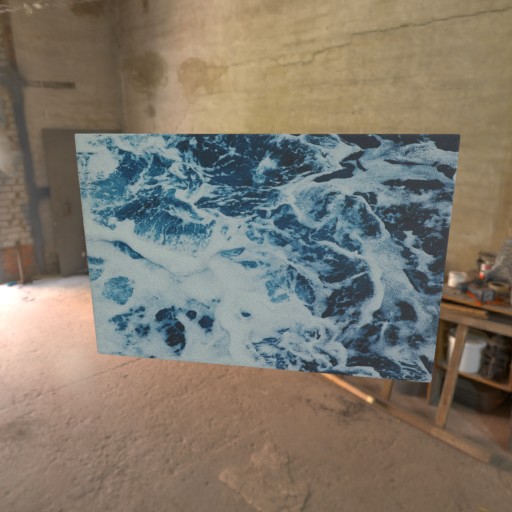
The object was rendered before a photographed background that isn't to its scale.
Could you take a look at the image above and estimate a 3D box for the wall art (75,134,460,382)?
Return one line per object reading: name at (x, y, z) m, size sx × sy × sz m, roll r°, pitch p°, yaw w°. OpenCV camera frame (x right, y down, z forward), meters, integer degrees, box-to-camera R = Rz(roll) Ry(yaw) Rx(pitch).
wall art at (0.000, 0.000, 0.765) m, size 0.609 × 0.407 × 0.043 m, roll 3°, pitch 16°, yaw 9°
